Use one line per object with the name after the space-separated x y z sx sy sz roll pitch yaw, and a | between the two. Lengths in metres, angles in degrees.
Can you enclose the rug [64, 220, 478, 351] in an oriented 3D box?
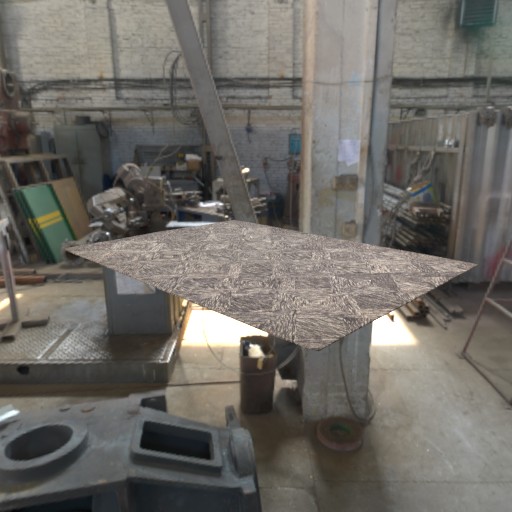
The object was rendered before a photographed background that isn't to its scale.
0.000 0.000 5.343 4.093 0.020 2.997 14 20 43 | rug
